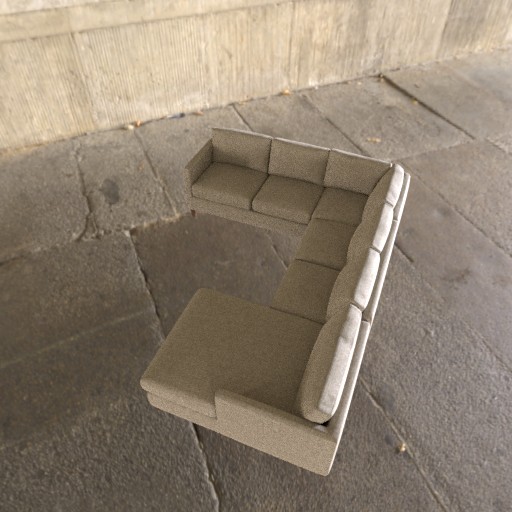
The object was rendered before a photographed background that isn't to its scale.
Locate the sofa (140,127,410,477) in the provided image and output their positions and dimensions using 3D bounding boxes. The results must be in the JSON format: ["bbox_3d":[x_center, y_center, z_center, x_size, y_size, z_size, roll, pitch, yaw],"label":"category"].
[{"bbox_3d":[0.000,0.000,4.602,2.593,0.959,3.460,16,47,15],"label":"sofa"}]
